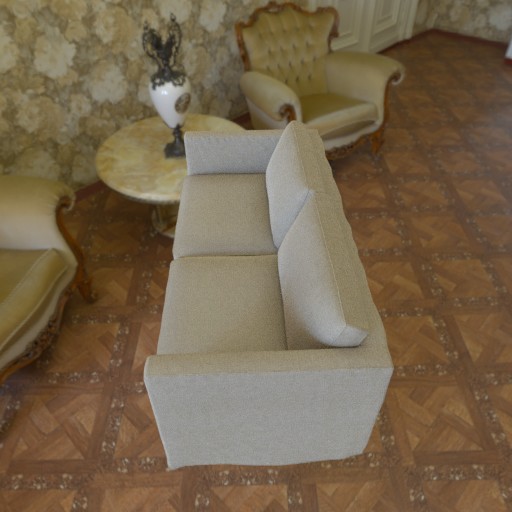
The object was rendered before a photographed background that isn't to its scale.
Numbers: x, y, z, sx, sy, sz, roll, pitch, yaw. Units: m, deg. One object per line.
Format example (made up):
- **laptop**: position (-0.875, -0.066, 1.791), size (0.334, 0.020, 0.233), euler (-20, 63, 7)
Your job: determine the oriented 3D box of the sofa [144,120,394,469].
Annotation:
- **sofa**: position (0.000, 0.000, 2.513), size (0.956, 0.847, 1.987), euler (-2, 42, -2)
